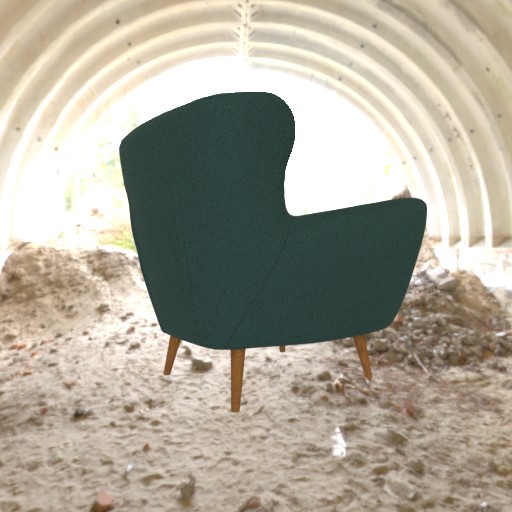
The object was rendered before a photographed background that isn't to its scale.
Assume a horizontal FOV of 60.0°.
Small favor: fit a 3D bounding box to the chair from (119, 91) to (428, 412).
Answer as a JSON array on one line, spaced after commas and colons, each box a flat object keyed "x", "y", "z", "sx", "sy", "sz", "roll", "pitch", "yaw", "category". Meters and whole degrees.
[{"x": 0.000, "y": 0.000, "z": 1.612, "sx": 0.889, "sy": 0.889, "sz": 0.890, "roll": -1, "pitch": 2, "yaw": -37, "category": "chair"}]
